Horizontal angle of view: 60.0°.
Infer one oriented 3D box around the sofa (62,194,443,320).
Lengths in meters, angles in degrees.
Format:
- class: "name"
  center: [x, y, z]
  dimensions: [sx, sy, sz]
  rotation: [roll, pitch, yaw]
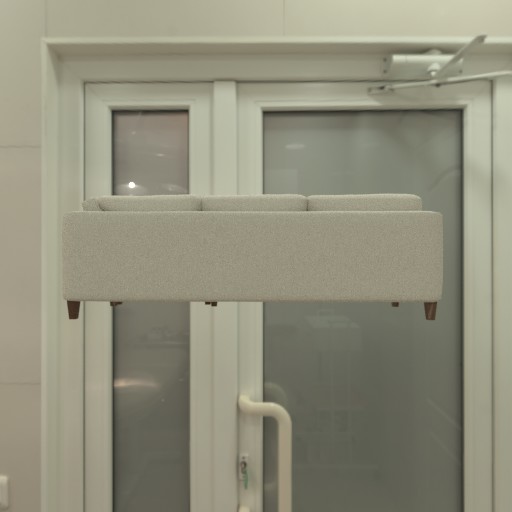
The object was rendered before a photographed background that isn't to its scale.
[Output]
- class: "sofa"
  center: [0.000, 0.000, 4.500]
  dimensions: [2.551, 0.853, 3.238]
  rotation: [0, 0, 1]
